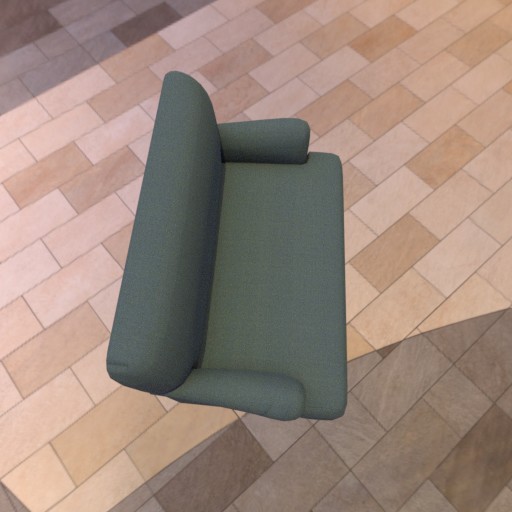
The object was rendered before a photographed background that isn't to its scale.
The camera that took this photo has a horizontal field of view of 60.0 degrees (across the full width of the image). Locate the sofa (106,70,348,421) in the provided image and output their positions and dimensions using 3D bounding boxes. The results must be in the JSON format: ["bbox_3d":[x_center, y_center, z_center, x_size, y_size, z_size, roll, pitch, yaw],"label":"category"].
[{"bbox_3d":[0.000,0.000,1.852,0.779,0.889,1.297,3,65,2],"label":"sofa"}]
